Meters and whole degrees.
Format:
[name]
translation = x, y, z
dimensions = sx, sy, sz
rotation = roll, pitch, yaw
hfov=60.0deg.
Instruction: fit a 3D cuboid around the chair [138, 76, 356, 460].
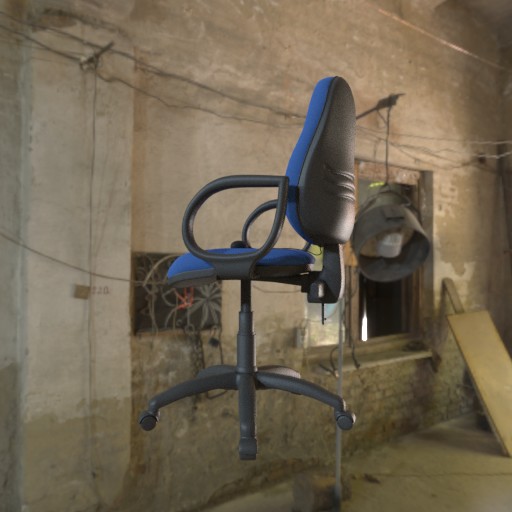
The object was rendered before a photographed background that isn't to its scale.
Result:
[chair]
translation = 0.000, 0.000, 1.241
dimensions = 0.549, 0.905, 0.552
rotation = 0, 0, 18
